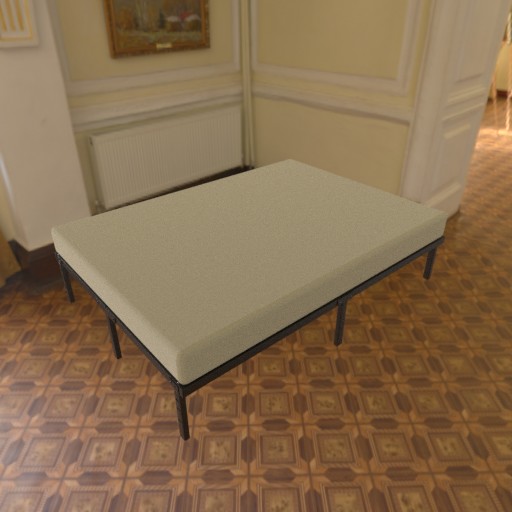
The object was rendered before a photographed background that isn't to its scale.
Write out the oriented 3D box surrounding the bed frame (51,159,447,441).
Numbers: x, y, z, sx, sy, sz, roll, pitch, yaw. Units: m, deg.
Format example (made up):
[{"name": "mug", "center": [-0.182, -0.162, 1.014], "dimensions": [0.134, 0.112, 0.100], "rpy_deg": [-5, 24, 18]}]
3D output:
[{"name": "bed frame", "center": [0.000, 0.000, 3.718], "dimensions": [2.842, 0.680, 2.205], "rpy_deg": [-18, 35, -28]}]
